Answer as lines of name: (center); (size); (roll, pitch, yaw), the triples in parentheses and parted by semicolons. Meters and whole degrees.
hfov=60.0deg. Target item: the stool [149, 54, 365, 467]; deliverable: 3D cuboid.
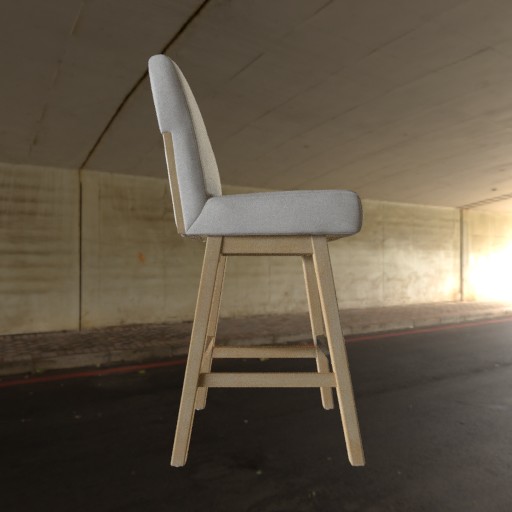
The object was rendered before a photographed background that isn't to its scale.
stool: (0.000, 0.000, 1.283); (0.543, 1.015, 0.446); (0, -1, 0)
